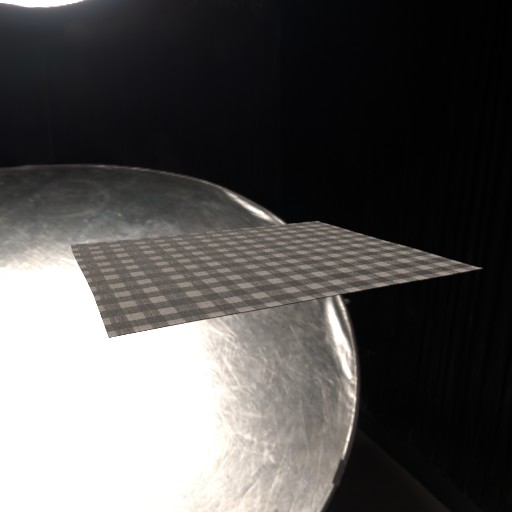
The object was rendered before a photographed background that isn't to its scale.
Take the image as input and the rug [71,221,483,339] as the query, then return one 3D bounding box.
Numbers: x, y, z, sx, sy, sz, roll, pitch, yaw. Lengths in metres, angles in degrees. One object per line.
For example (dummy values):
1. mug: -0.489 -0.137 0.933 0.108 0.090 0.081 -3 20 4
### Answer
1. rug: 0.000 0.000 4.104 3.021 0.013 2.432 -7 17 -25
